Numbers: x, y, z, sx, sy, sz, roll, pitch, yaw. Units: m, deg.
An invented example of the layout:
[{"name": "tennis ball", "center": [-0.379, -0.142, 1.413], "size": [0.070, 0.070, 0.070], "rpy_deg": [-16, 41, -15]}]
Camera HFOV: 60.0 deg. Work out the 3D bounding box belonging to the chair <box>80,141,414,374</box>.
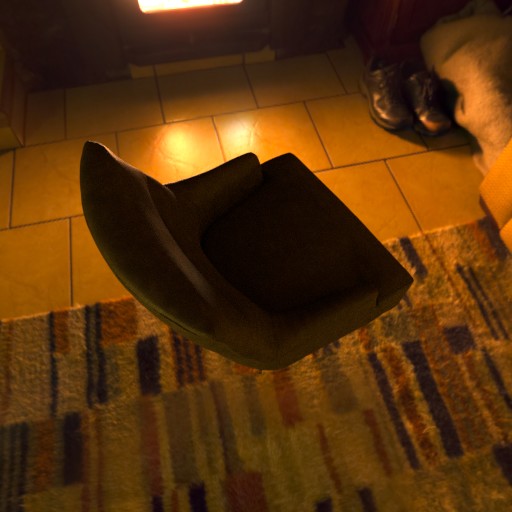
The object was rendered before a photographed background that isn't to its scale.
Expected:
[{"name": "chair", "center": [0.000, 0.000, 1.509], "size": [0.874, 0.870, 0.738], "rpy_deg": [-29, 63, -17]}]
